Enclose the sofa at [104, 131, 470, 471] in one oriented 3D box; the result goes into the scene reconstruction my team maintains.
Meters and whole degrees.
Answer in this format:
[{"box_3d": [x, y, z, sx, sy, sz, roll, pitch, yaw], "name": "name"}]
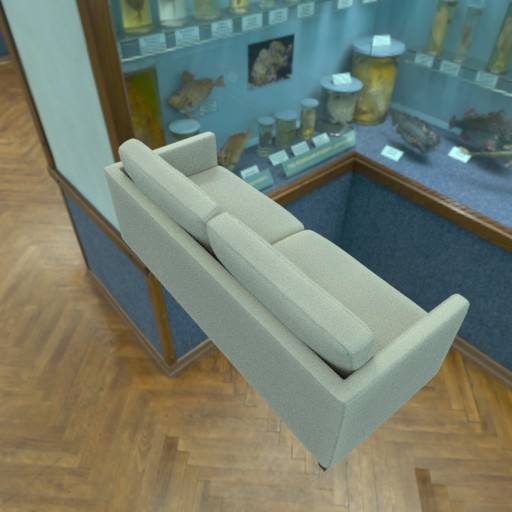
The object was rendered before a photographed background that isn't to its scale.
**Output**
[{"box_3d": [0.000, 0.000, 2.857, 0.951, 0.968, 2.361, -28, 49, -27], "name": "sofa"}]
